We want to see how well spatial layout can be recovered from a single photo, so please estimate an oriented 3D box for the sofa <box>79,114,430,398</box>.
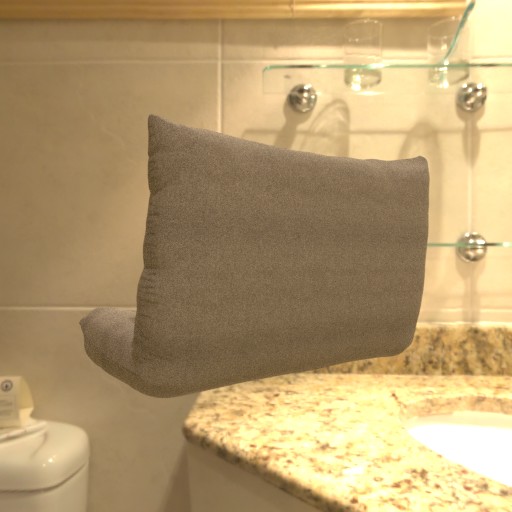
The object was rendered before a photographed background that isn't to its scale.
[{"bbox_3d":[0.000,0.000,1.691,1.144,0.795,0.847,0,-1,-35],"label":"sofa"}]
